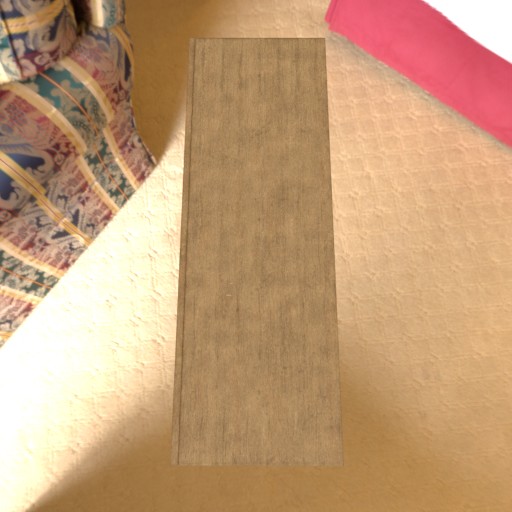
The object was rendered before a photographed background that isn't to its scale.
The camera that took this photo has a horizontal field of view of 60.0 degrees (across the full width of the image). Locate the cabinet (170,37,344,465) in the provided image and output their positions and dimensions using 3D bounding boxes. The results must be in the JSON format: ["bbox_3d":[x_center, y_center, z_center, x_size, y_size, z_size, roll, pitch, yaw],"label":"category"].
[{"bbox_3d":[0.000,0.000,1.863,0.511,0.825,1.460,0,76,0],"label":"cabinet"}]
